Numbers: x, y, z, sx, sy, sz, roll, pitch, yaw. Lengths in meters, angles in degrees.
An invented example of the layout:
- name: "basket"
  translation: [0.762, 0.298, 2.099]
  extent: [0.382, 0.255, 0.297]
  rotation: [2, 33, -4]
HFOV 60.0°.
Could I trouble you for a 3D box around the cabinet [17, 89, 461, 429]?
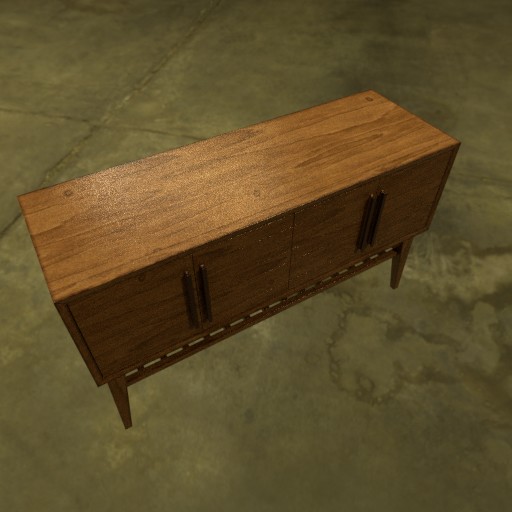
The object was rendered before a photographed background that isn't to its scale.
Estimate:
- name: "cabinet"
  translation: [0.000, 0.000, 1.697]
  extent: [1.363, 0.802, 0.477]
  rotation: [-23, 50, -21]
